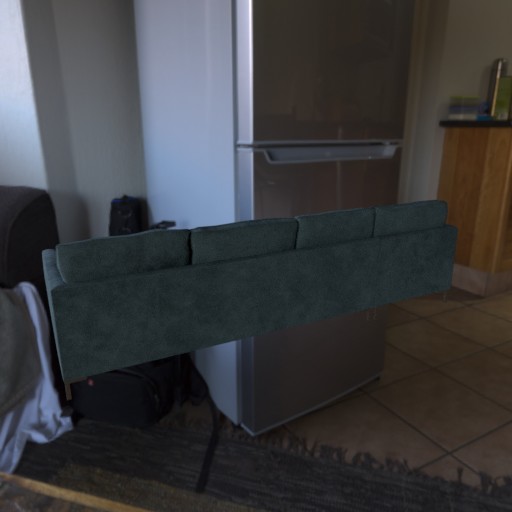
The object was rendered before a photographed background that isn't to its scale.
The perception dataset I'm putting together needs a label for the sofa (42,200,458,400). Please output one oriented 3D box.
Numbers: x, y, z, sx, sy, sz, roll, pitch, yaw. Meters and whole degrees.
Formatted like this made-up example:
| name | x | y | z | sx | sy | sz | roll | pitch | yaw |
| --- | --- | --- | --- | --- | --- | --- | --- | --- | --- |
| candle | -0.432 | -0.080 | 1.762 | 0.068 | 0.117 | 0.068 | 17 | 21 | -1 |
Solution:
| name | x | y | z | sx | sy | sz | roll | pitch | yaw |
| --- | --- | --- | --- | --- | --- | --- | --- | --- | --- |
| sofa | 0.000 | 0.000 | 3.940 | 3.400 | 0.967 | 1.500 | -9 | 19 | -26 |
